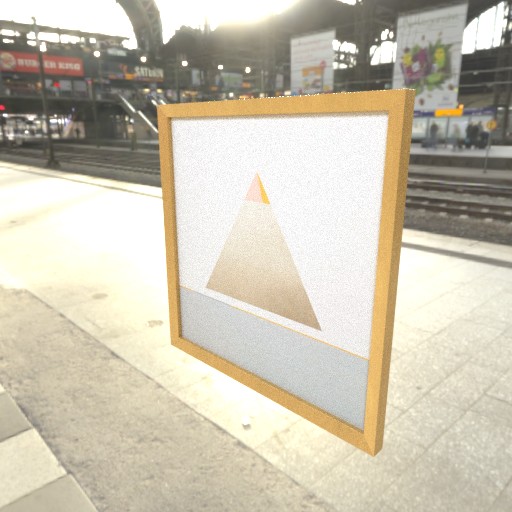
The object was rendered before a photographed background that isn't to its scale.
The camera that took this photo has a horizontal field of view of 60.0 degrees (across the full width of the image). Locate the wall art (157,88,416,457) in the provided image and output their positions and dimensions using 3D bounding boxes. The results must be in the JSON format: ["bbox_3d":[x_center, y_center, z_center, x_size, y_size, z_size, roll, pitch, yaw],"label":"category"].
[{"bbox_3d":[0.000,0.000,2.898,1.935,1.936,0.097,15,22,42],"label":"wall art"}]
